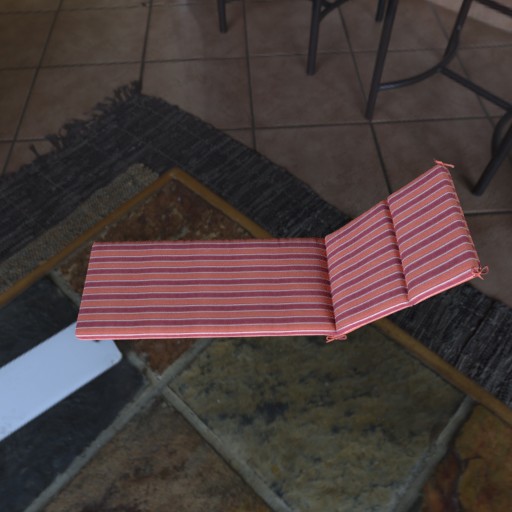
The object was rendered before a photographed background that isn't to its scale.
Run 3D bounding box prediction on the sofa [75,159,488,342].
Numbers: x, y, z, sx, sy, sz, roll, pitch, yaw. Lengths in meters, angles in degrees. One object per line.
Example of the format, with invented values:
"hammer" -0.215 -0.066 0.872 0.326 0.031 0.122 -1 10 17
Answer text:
"sofa" 0.000 0.000 1.938 1.663 0.622 0.582 -1 58 -1
